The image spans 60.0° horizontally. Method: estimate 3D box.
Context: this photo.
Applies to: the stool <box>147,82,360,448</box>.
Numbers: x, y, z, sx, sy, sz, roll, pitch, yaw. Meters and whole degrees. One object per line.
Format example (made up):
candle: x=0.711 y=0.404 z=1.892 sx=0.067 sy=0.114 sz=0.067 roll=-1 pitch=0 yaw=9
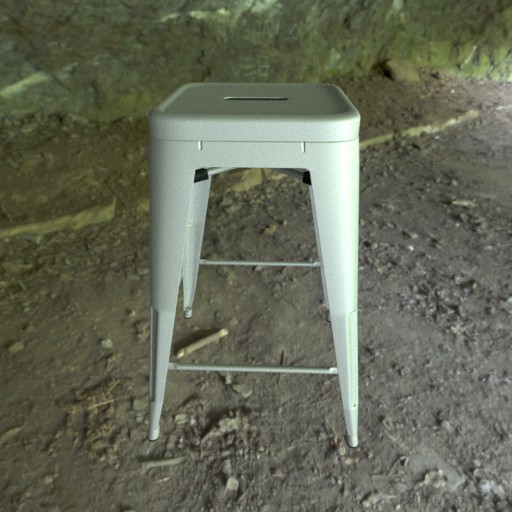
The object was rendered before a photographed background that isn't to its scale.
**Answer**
stool: x=0.000 y=0.000 z=0.882 sx=0.410 sy=0.608 sz=0.410 roll=1 pitch=29 yaw=2
